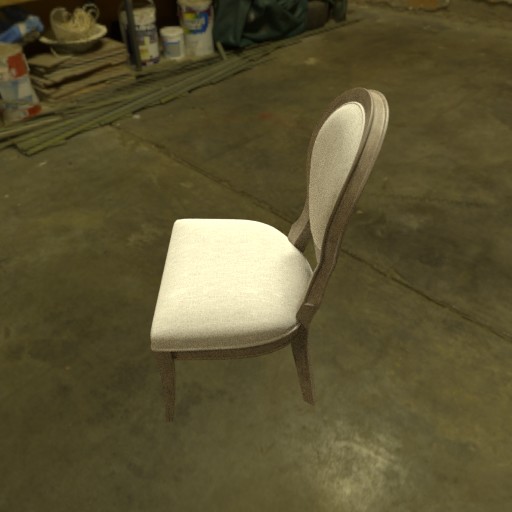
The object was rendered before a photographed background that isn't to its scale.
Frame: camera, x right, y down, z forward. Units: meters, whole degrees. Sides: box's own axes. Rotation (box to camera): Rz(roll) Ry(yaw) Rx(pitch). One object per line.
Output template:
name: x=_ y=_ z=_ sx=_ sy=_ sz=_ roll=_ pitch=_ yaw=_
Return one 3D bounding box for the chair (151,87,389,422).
chair: x=0.000 y=0.000 z=1.346 sx=0.602 sy=0.990 sz=0.558 roll=0 pitch=41 yaw=0
